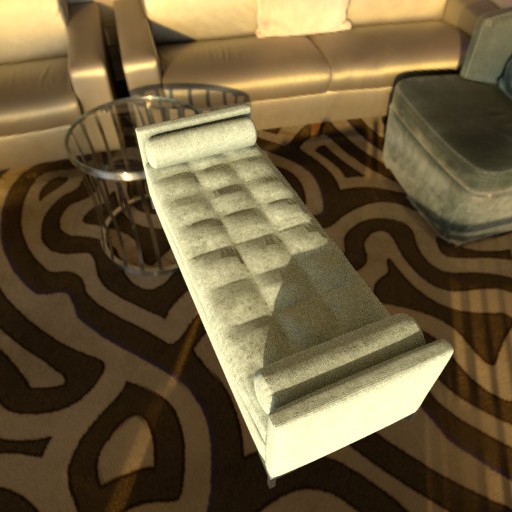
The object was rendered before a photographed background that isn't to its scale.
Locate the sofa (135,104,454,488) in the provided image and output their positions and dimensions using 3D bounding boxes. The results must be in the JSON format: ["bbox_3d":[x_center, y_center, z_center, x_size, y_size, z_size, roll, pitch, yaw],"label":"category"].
[{"bbox_3d":[0.000,0.000,2.478,0.797,0.657,2.102,-18,50,-16],"label":"sofa"}]
